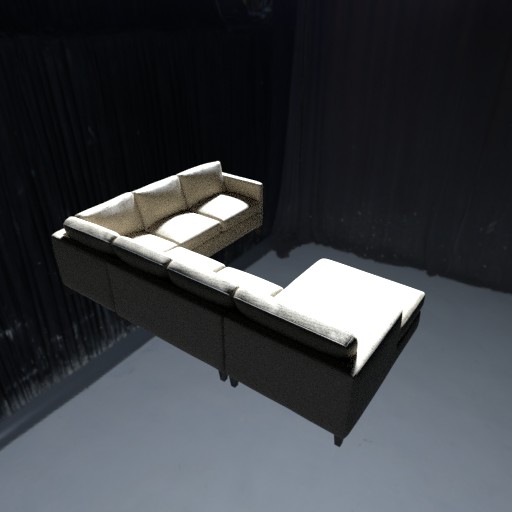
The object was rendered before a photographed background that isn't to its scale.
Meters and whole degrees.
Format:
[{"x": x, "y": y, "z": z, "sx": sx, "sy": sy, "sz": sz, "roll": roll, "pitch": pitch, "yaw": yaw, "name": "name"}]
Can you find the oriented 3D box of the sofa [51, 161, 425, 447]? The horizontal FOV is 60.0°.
[{"x": 0.000, "y": 0.000, "z": 4.729, "sx": 3.460, "sy": 0.959, "sz": 2.593, "roll": 20, "pitch": 35, "yaw": 31, "name": "sofa"}]
